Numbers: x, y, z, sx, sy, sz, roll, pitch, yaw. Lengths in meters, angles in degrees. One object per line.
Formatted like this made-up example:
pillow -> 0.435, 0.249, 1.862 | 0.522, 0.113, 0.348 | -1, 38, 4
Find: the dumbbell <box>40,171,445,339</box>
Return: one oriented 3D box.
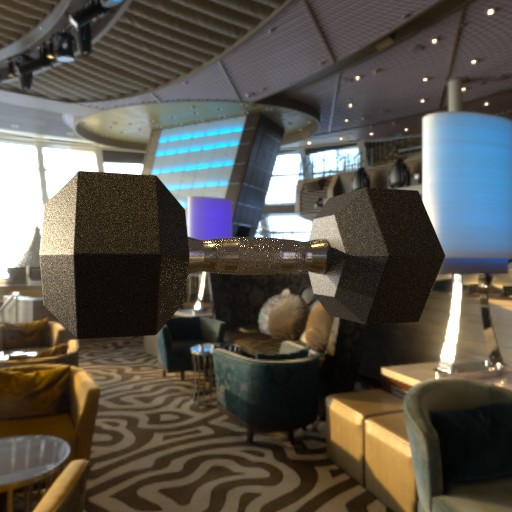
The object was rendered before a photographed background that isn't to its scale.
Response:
dumbbell -> 0.000, 0.000, 0.368 | 0.315, 0.113, 0.129 | 0, -1, -18
